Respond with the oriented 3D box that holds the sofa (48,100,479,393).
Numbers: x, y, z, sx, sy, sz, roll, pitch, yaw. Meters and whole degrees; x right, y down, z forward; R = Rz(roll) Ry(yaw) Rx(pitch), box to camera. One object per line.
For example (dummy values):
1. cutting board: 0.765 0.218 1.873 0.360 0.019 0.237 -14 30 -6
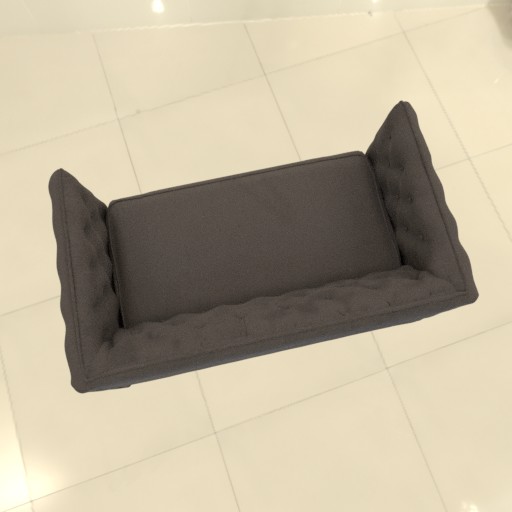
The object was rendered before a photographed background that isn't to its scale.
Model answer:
1. sofa: 0.000 0.000 2.090 1.583 0.810 0.909 -12 76 -3
